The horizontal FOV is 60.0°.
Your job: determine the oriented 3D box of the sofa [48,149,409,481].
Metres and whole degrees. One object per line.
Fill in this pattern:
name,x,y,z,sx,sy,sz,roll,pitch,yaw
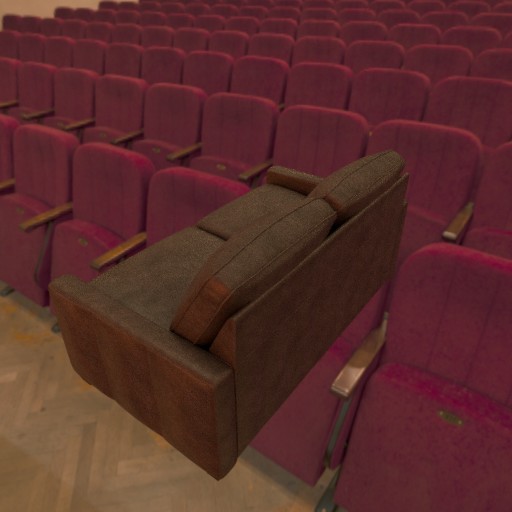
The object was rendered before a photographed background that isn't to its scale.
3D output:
sofa,0.000,0.000,2.258,0.939,0.916,1.732,22,38,30
